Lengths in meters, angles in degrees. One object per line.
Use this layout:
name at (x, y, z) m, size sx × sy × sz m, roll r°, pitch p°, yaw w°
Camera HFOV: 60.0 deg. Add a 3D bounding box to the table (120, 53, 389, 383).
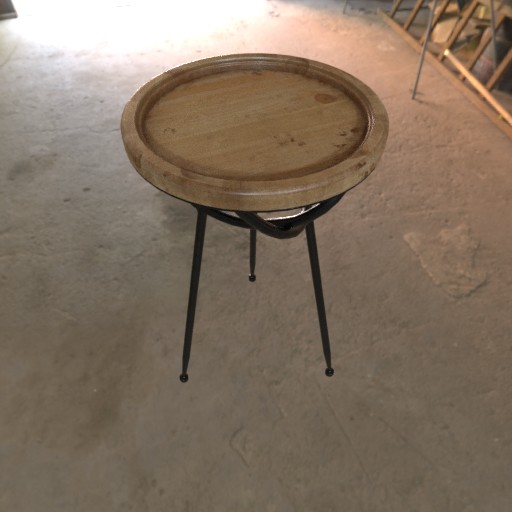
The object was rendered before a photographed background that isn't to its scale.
table at (0.000, 0.000, 0.925) m, size 0.418 × 0.664 × 0.414 m, roll 32°, pitch 55°, yaw 26°
